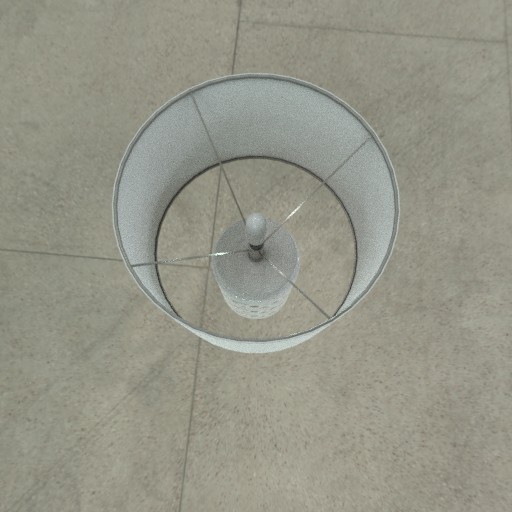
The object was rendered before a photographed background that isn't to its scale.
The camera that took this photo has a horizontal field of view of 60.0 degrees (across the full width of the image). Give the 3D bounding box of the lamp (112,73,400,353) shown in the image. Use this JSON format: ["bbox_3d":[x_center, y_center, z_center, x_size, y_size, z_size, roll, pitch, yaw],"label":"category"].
[{"bbox_3d":[0.000,0.000,0.714,0.310,0.502,0.310,0,76,0],"label":"lamp"}]
